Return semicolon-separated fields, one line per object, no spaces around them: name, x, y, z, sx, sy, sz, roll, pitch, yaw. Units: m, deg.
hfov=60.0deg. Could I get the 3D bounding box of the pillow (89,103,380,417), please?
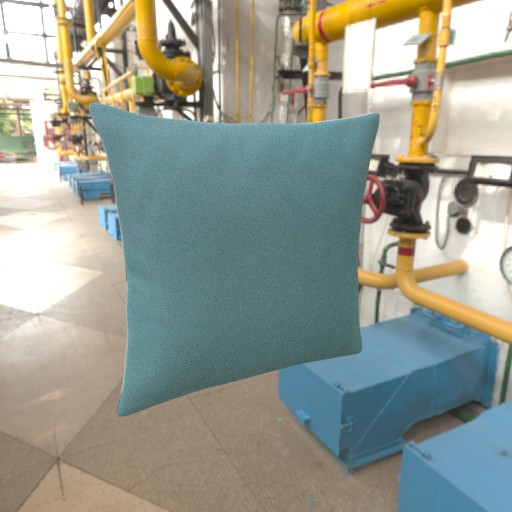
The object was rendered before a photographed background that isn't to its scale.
pillow;0.000;0.000;0.800;0.526;0.507;0.166;-7;17;-26
